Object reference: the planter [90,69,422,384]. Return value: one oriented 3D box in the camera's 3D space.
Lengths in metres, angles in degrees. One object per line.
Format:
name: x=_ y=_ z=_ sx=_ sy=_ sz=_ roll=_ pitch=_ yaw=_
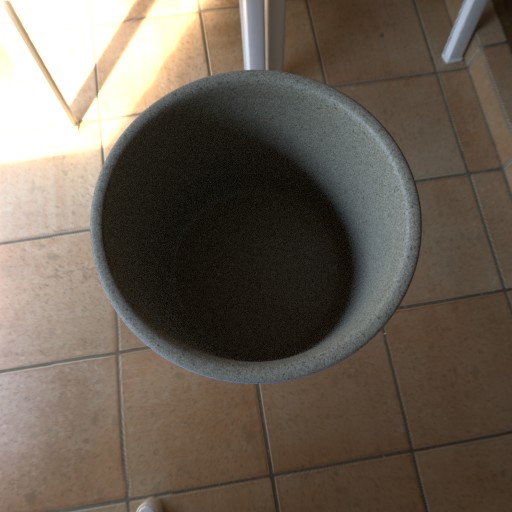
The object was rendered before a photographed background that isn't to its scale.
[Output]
planter: x=0.000 y=0.000 z=0.350 sx=0.191 sy=0.200 sz=0.191 roll=0 pitch=75 yaw=0
